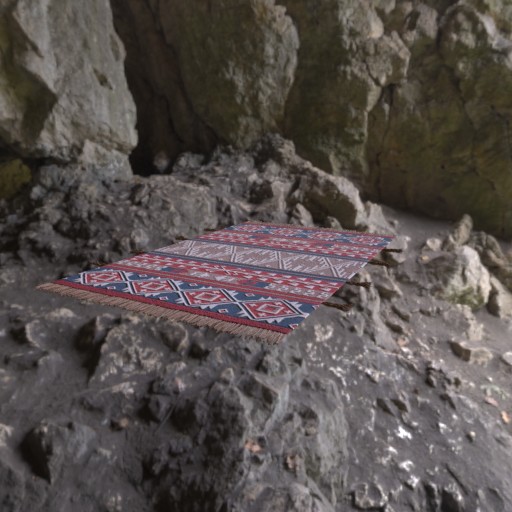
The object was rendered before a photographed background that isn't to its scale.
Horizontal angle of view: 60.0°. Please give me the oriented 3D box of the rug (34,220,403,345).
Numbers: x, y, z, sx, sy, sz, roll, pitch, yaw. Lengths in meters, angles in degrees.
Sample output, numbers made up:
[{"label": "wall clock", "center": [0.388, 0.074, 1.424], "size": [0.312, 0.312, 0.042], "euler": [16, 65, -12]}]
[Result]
[{"label": "rug", "center": [0.000, 0.000, 2.584], "size": [1.469, 0.040, 2.025], "euler": [8, 16, 27]}]
